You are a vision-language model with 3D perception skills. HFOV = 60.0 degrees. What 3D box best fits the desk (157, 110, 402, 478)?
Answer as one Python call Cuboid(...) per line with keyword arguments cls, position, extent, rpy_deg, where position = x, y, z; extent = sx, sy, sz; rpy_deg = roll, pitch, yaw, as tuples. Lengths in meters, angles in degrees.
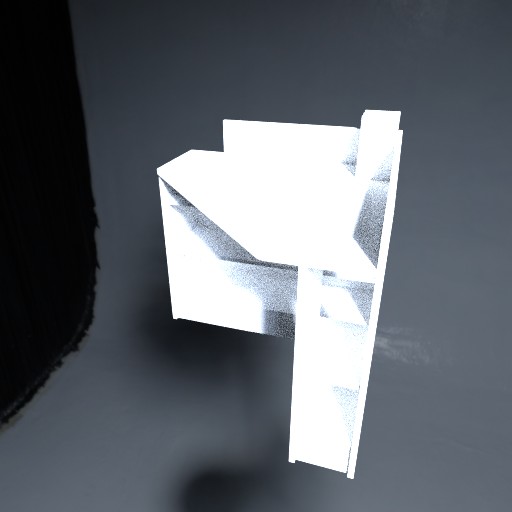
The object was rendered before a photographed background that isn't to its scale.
Cuboid(cls="desk", position=(0.000, 0.000, 1.701), extent=(0.940, 0.986, 0.940), rpy_deg=(8, 28, 16))
